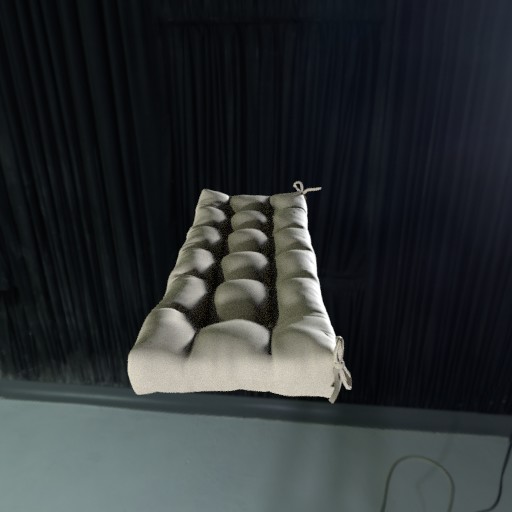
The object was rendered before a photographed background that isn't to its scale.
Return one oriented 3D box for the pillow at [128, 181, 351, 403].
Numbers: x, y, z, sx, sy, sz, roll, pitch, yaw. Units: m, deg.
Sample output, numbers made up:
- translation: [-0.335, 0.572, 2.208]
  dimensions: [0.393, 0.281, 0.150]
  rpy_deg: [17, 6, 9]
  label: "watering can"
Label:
- translation: [0.000, 0.000, 1.386]
  dimensions: [0.511, 0.174, 1.194]
  rpy_deg: [1, 26, 1]
  label: "pillow"
